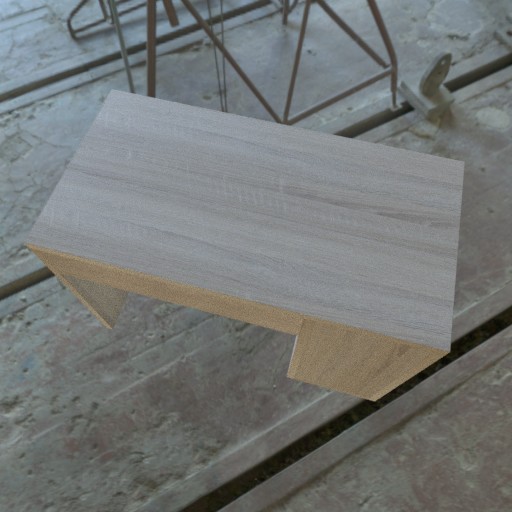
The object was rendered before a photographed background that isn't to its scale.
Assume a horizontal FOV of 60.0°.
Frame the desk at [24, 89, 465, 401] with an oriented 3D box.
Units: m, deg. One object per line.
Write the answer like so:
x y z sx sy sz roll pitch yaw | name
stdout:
0.000 0.000 1.552 1.100 0.731 0.600 14 64 7 | desk
